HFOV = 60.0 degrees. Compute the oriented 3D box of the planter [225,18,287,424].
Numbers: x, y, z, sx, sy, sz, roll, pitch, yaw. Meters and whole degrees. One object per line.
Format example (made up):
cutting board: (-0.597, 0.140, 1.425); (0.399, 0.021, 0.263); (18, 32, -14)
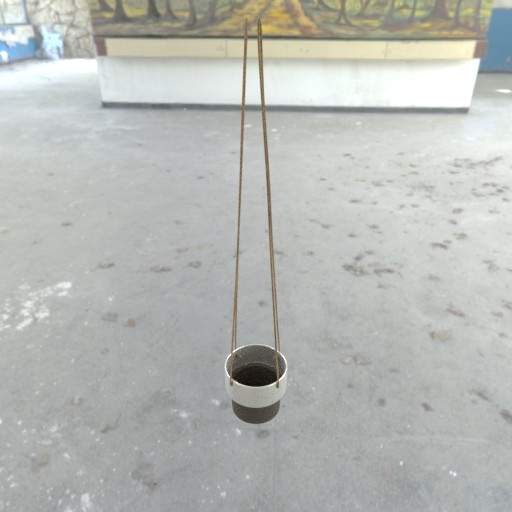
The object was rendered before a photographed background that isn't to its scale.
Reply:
planter: (0.000, 0.000, 1.133); (0.187, 1.073, 0.187); (2, 29, 3)
